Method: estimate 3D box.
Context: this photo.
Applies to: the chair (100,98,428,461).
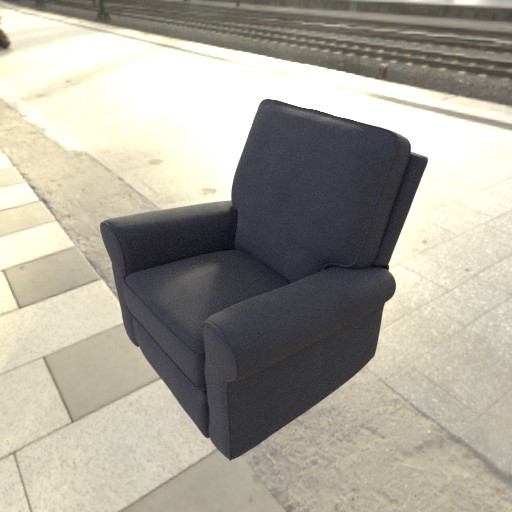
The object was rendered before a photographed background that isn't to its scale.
[{"bbox_3d":[0.000,0.000,1.644,0.878,0.961,0.890,-23,39,-32],"label":"chair"}]
